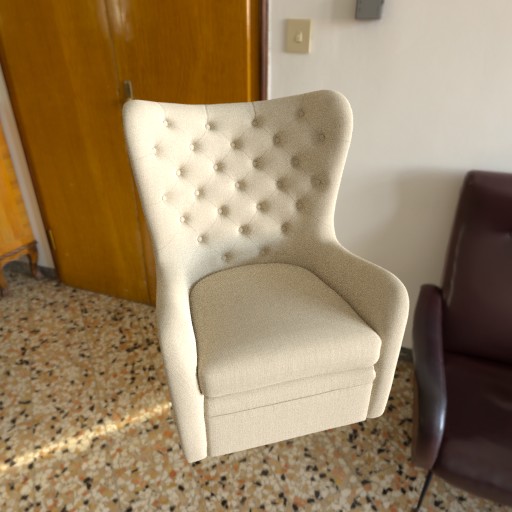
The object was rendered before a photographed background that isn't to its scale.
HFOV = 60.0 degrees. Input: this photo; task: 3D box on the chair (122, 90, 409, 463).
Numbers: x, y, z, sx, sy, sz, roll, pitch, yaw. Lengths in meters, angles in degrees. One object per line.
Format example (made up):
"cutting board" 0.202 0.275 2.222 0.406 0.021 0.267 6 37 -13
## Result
"chair" 0.000 0.000 1.687 0.831 1.079 0.929 -8 31 -14
